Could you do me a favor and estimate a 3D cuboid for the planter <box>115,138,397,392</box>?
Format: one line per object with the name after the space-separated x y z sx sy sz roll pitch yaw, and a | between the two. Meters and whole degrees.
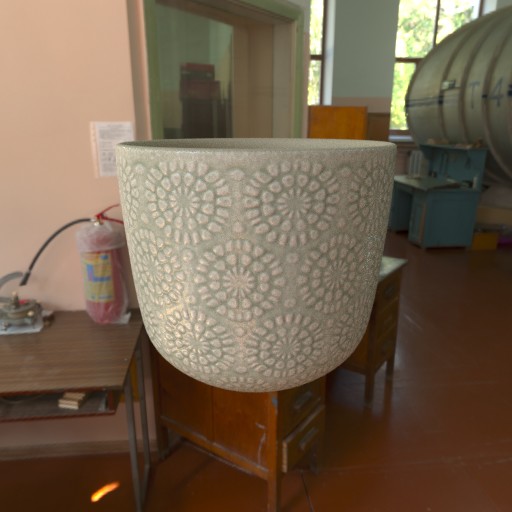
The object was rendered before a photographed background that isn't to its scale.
0.000 0.000 0.218 0.124 0.109 0.124 0 16 0 | planter
